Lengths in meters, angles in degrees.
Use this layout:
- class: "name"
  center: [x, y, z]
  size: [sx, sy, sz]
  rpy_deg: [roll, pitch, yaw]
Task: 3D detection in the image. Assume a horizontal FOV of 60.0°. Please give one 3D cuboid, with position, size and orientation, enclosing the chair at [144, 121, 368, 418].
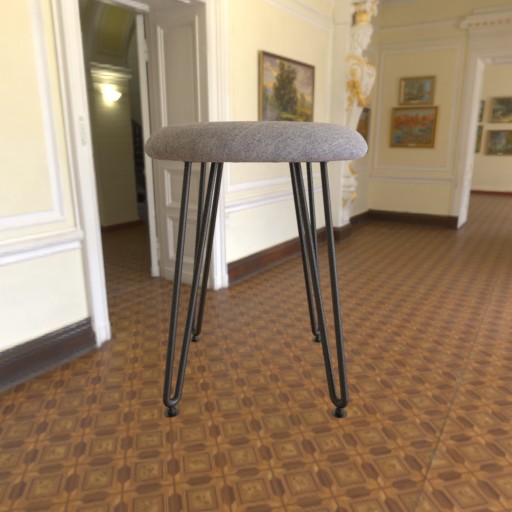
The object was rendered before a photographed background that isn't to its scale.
- class: "chair"
  center: [0.000, 0.000, 0.671]
  size: [0.350, 0.386, 0.350]
  rpy_deg: [-14, 20, -43]
